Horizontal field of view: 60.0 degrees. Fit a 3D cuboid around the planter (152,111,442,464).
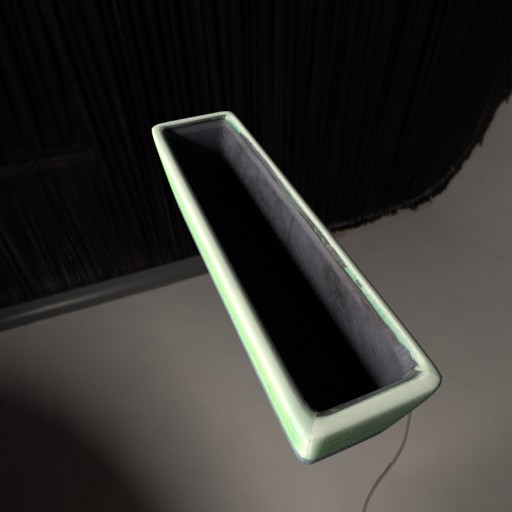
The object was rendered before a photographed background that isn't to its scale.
[{"bbox_3d":[0.000,0.000,0.299,0.072,0.072,0.275,-16,47,-16],"label":"planter"}]
